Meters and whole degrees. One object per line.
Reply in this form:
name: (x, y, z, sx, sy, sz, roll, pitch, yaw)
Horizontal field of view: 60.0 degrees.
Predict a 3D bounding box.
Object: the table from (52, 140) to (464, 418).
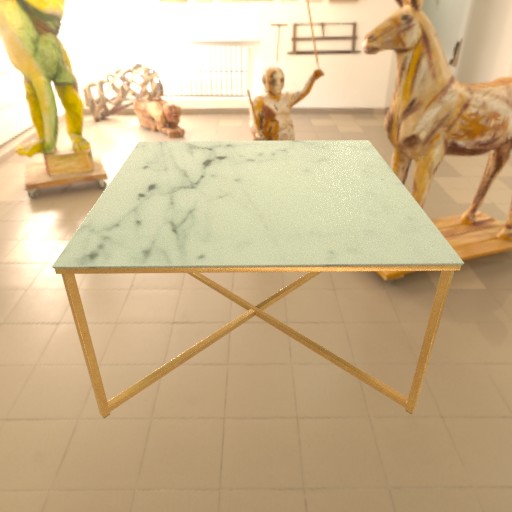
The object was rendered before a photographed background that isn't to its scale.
table: (0.000, 0.000, 1.316, 0.800, 0.450, 0.800, 0, 31, -1)
